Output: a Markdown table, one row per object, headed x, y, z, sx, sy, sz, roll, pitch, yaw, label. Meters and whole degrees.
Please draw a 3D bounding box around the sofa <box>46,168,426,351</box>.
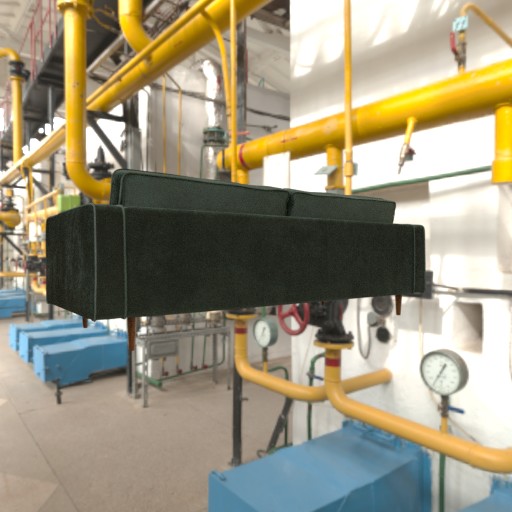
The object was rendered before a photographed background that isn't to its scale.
| x | y | z | sx | sy | sz | roll | pitch | yaw | label |
| --- | --- | --- | --- | --- | --- | --- | --- | --- | --- |
| 0.000 | 0.000 | 2.671 | 2.214 | 0.781 | 0.886 | 0 | 0 | -36 | sofa |
